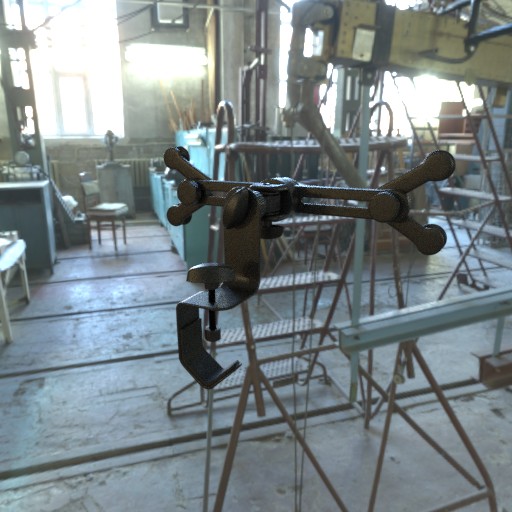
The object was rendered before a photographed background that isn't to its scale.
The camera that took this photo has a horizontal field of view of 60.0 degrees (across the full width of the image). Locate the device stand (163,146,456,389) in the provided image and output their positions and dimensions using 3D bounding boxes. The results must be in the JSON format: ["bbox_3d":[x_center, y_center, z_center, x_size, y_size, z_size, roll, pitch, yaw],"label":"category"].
[{"bbox_3d":[0.000,0.000,0.357,0.270,0.166,0.142,8,17,26],"label":"device stand"}]
